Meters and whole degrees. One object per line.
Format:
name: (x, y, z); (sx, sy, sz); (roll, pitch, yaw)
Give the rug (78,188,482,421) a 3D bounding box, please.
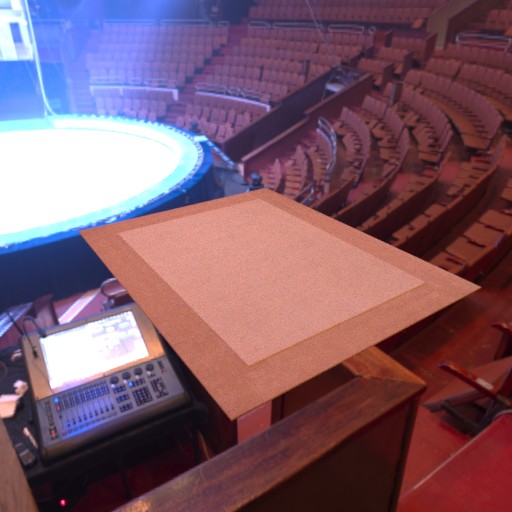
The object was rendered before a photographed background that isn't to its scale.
rug: (0.000, 0.000, 4.165); (2.438, 0.014, 3.048); (-18, 33, -30)
